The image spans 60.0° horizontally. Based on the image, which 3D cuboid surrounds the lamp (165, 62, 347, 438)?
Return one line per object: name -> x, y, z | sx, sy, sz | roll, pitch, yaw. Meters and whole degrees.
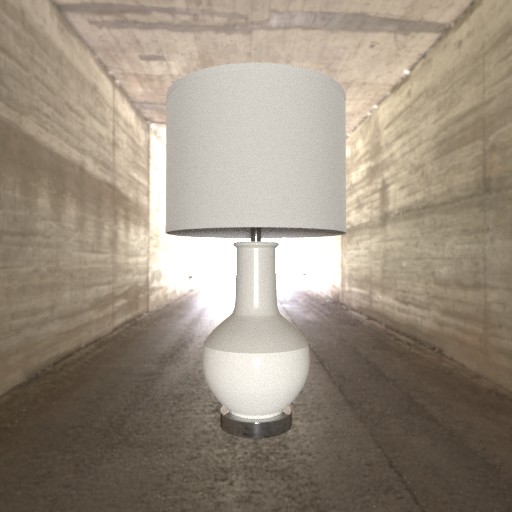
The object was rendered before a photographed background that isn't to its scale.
lamp -> 0.000, 0.000, 0.890 | 0.357, 0.673, 0.357 | 1, -1, -37
